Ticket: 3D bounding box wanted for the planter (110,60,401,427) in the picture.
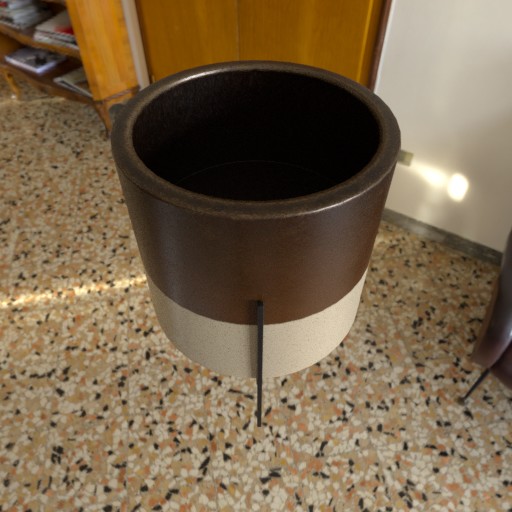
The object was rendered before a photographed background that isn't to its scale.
[{"bbox_3d":[0.000,0.000,0.696,0.345,0.465,0.354,-1,47,-1],"label":"planter"}]
